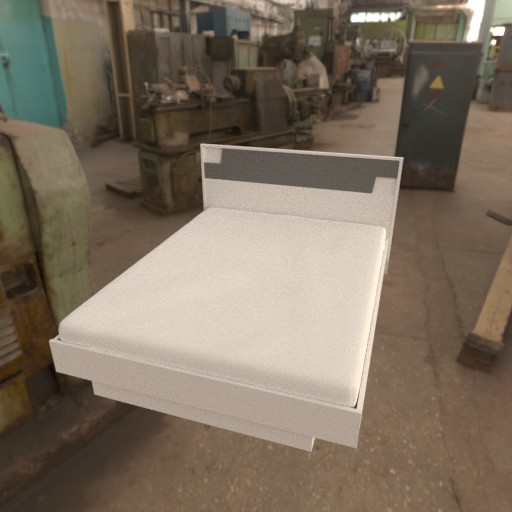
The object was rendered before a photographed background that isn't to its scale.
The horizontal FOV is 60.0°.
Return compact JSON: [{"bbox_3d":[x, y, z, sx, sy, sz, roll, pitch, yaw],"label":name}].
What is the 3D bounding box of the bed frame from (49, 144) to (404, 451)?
[{"bbox_3d":[0.000,0.000,2.992,1.711,1.001,2.100,8,27,17],"label":"bed frame"}]
